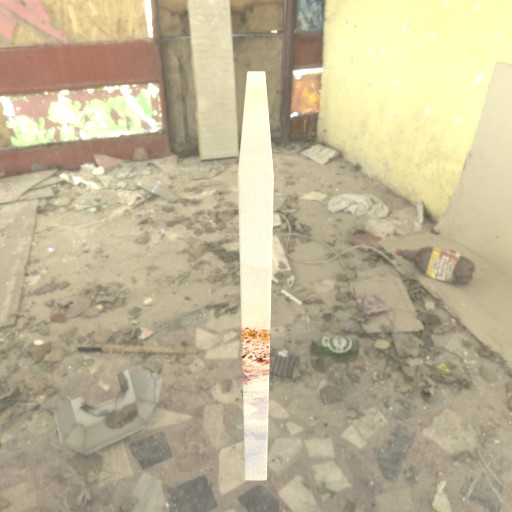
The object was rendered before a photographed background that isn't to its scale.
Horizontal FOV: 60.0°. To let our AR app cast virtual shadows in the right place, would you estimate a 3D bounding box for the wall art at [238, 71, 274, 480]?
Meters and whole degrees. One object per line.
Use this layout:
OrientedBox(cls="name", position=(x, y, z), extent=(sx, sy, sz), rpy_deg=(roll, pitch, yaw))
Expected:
OrientedBox(cls="wall art", position=(0.000, 0.000, 1.603), extent=(0.071, 1.061, 1.061), rpy_deg=(0, 33, 0))
